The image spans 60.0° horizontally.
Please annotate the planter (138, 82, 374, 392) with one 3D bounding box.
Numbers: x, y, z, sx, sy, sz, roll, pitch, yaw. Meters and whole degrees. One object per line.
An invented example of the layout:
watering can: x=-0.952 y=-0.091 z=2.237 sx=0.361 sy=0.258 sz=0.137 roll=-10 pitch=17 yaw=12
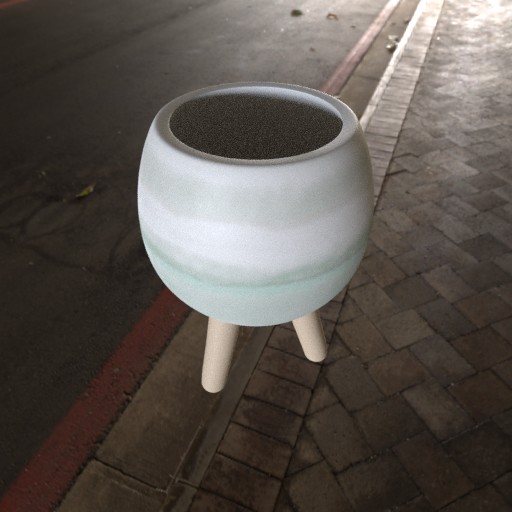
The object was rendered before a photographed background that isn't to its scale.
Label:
planter: x=0.000 y=0.000 z=0.343 sx=0.161 sy=0.224 sz=0.161 roll=0 pitch=41 yaw=0
